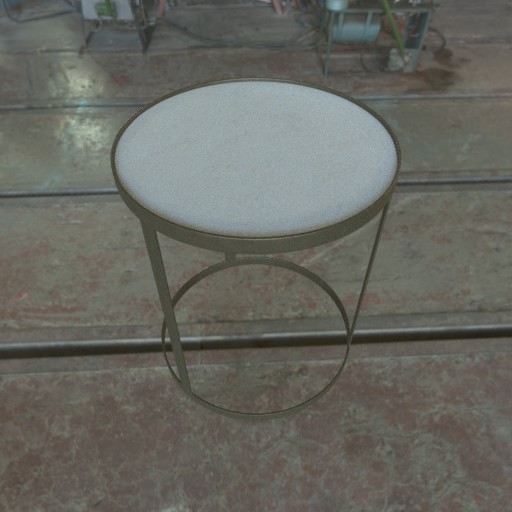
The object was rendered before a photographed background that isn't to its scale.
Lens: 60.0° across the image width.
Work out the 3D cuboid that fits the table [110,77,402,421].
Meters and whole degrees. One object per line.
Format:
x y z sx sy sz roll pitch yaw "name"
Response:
0.000 0.000 0.952 0.480 0.565 0.480 0 46 0 "table"
